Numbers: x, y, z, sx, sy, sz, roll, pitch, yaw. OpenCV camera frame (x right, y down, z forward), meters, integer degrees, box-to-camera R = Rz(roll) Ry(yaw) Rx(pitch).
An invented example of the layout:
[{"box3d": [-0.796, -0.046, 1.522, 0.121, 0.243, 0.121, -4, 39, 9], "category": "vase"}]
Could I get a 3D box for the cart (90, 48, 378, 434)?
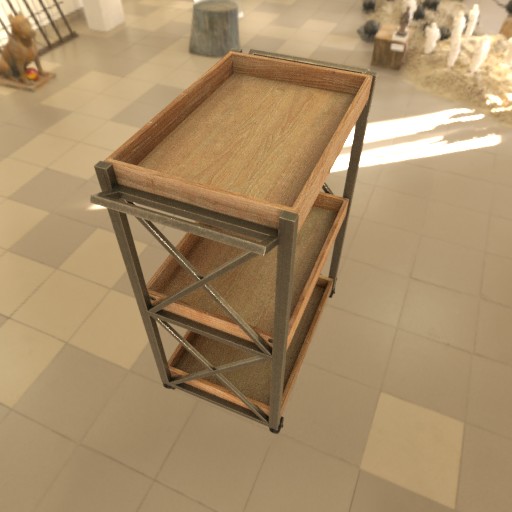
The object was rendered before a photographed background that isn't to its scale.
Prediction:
[{"box3d": [0.000, 0.000, 1.193, 0.377, 0.835, 0.673, 17, 49, 16], "category": "cart"}]
